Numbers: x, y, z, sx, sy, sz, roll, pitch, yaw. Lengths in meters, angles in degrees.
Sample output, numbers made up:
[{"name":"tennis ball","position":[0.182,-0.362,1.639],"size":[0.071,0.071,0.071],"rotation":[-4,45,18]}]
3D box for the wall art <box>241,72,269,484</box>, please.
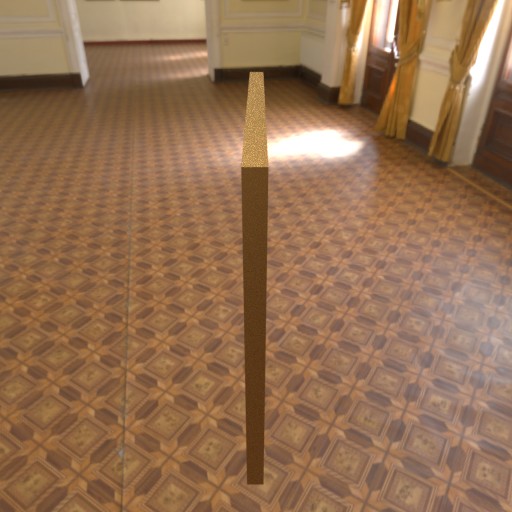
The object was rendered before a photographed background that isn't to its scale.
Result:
[{"name":"wall art","position":[0.000,0.000,1.140],"size":[0.038,0.762,0.762],"rotation":[0,32,0]}]
